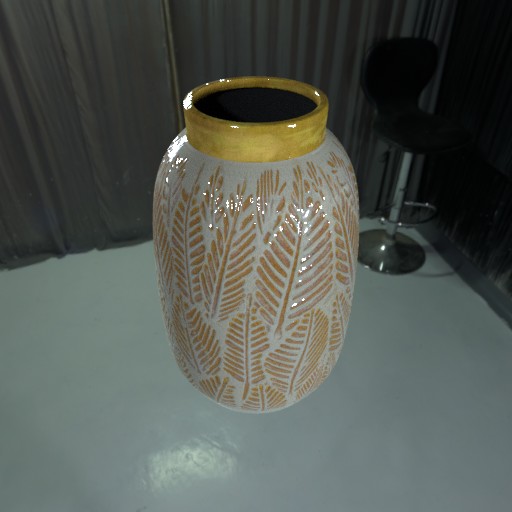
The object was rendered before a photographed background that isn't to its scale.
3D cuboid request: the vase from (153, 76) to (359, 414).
[{"bbox_3d":[0.000,0.000,0.379,0.172,0.270,0.172,0,39,0],"label":"vase"}]
